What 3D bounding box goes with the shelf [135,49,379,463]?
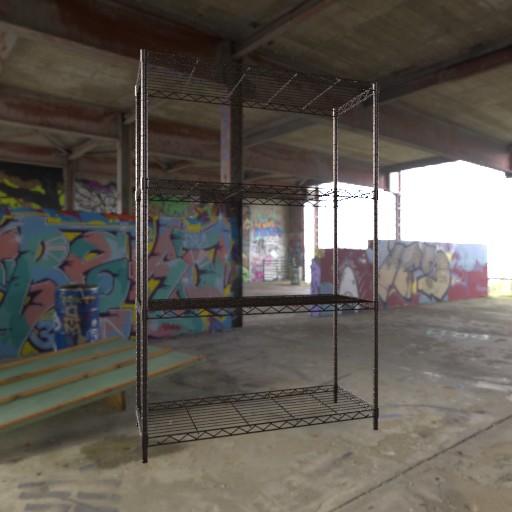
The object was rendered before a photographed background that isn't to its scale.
[{"bbox_3d":[0.000,0.000,1.757,0.907,1.361,0.352,0,0,-18],"label":"shelf"}]
